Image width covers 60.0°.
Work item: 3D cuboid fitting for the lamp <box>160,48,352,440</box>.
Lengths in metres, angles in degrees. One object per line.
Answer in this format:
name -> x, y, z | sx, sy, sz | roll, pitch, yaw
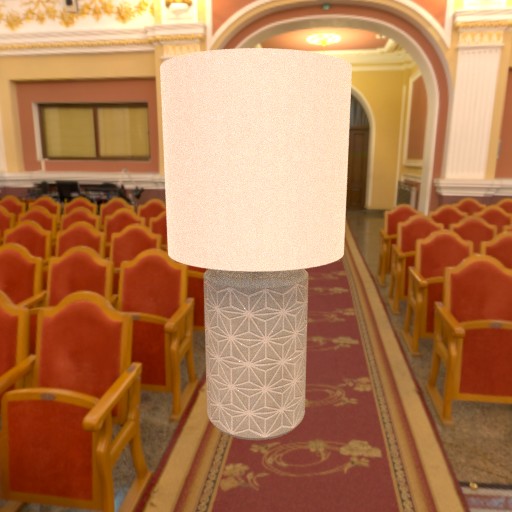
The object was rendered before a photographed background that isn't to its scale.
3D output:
lamp -> 0.000, 0.000, 0.531 | 0.206, 0.416, 0.206 | 2, 13, 8
